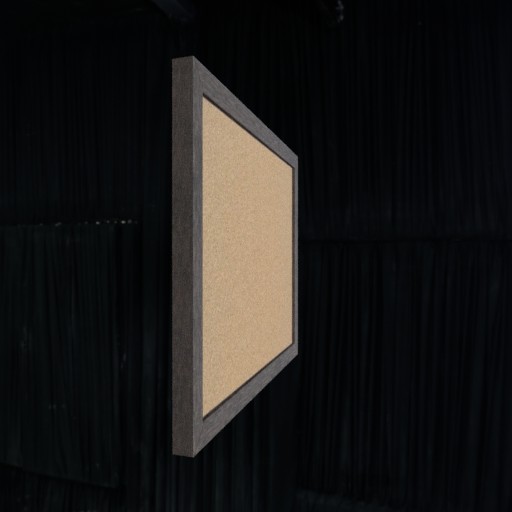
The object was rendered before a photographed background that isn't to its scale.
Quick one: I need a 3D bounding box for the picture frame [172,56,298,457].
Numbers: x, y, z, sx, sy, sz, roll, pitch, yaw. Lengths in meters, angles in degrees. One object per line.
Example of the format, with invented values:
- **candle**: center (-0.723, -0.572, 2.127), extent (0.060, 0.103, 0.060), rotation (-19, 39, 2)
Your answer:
- **picture frame**: center (0.000, 0.000, 0.766), extent (0.026, 0.455, 0.546), rotation (0, 0, 18)
